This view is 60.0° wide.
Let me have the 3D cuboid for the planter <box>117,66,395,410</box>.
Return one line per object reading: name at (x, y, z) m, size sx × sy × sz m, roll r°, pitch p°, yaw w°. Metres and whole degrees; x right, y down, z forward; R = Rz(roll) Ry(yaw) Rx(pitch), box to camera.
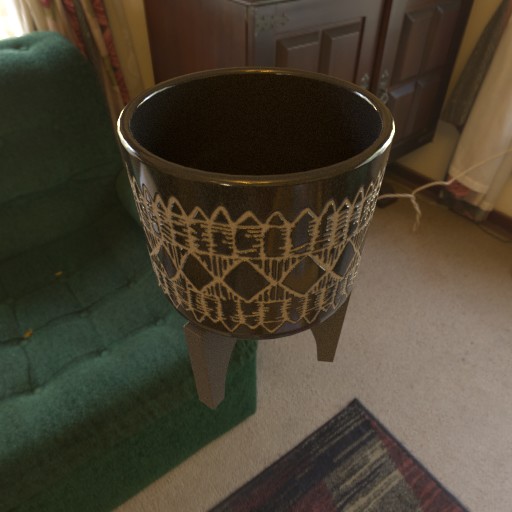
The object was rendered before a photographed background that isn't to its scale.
planter at (0.000, 0.000, 0.523) m, size 0.251 × 0.355 × 0.251 m, roll 25°, pitch 47°, yaw 26°
